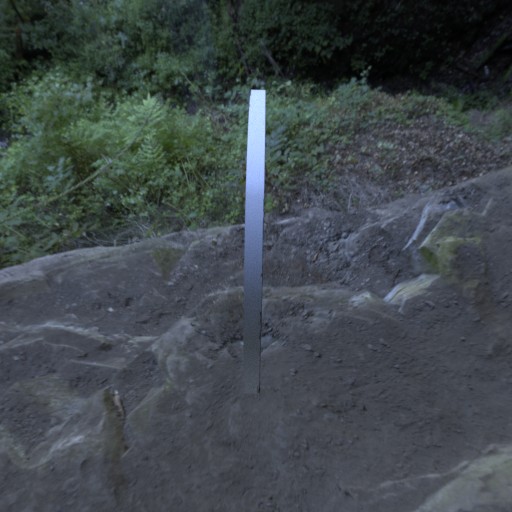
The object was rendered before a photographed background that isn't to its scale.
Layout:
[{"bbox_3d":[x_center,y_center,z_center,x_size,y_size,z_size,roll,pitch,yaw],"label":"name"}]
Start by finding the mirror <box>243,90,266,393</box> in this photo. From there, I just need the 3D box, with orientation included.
[{"bbox_3d":[0.000,0.000,1.142,0.032,0.920,0.660,1,77,0],"label":"mirror"}]
